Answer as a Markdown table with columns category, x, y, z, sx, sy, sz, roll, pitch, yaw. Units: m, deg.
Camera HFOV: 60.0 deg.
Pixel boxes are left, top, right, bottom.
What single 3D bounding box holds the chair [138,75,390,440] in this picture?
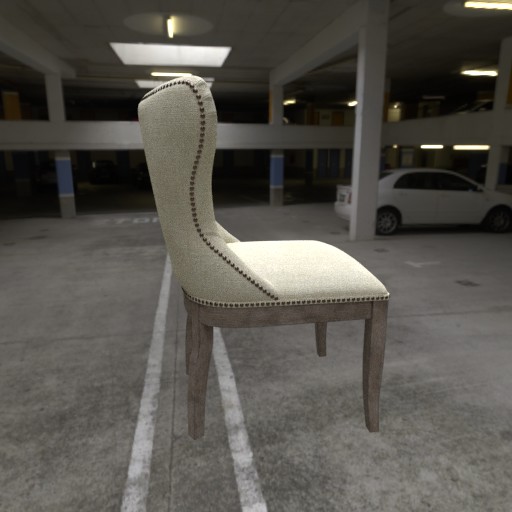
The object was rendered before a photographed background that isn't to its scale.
| category | x | y | z | sx | sy | sz | roll | pitch | yaw |
| --- | --- | --- | --- | --- | --- | --- | --- | --- | --- |
| chair | 0.000 | 0.000 | 1.430 | 0.681 | 1.002 | 0.654 | -2 | 14 | -9 |
